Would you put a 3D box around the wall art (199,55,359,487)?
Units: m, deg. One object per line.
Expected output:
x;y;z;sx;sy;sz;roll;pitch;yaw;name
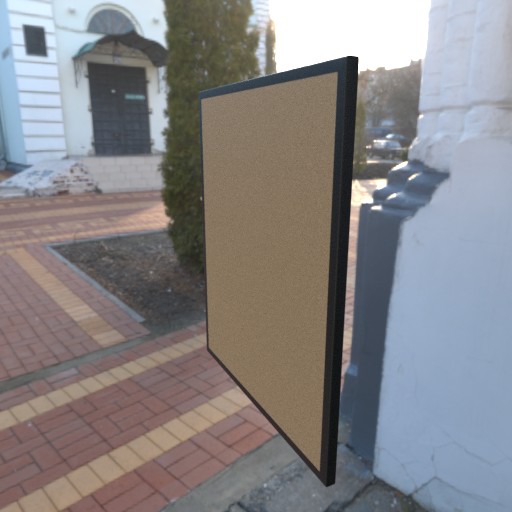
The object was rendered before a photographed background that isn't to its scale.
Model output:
0.000;0.000;0.779;0.018;0.582;0.481;-8;17;-26;wall art
